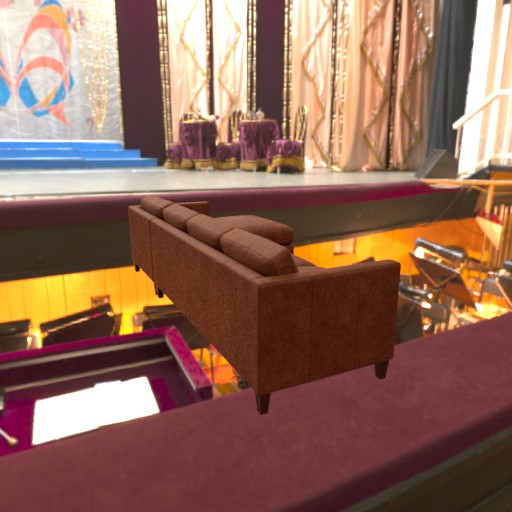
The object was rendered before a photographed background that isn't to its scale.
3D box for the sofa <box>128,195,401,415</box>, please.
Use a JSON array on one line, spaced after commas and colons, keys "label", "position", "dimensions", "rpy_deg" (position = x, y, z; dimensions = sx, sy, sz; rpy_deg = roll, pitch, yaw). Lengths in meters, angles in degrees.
[{"label": "sofa", "position": [0.000, 0.000, 3.952], "dimensions": [1.581, 0.883, 3.203], "rpy_deg": [-7, 16, -26]}]
